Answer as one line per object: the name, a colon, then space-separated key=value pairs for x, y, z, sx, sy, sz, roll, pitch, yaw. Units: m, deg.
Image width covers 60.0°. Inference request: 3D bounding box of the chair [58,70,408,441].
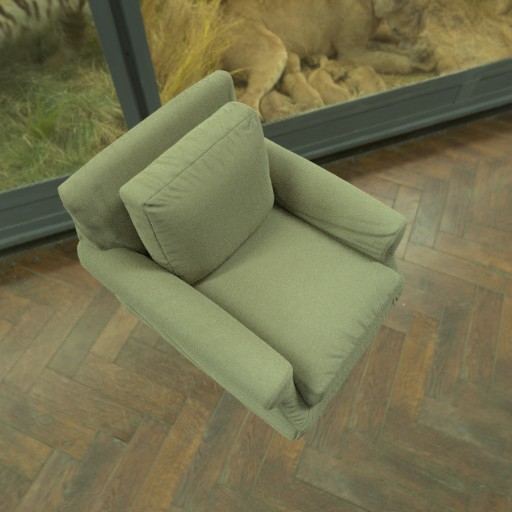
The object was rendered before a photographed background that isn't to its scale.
chair: x=0.000 y=0.000 z=1.760 sx=1.066 sy=0.866 sz=0.940 roll=33 pitch=63 yaw=20
